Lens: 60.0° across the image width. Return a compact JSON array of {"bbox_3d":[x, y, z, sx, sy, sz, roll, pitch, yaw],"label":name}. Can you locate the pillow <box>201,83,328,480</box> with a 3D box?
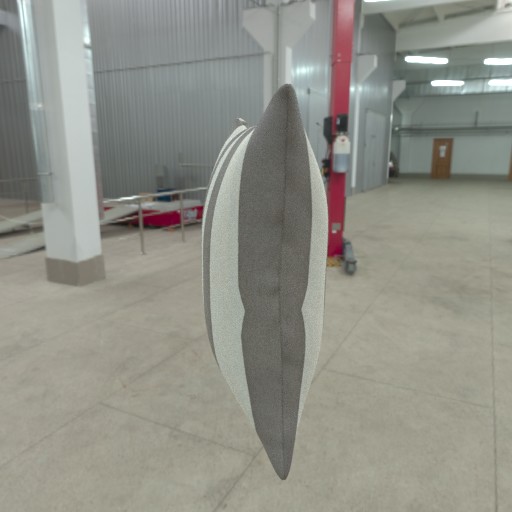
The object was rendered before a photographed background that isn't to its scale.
[{"bbox_3d":[0.000,0.000,0.788,0.192,0.507,0.522,-2,14,-8],"label":"pillow"}]
